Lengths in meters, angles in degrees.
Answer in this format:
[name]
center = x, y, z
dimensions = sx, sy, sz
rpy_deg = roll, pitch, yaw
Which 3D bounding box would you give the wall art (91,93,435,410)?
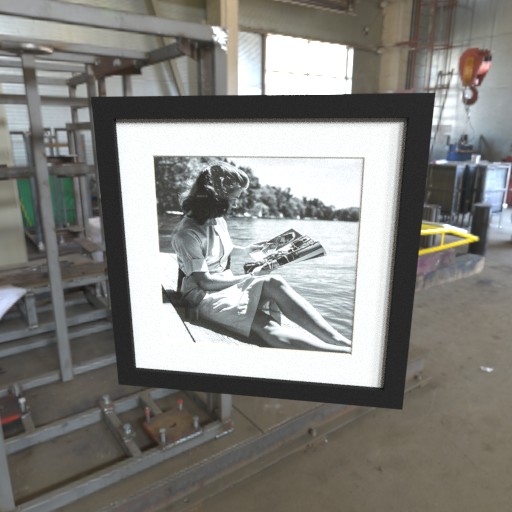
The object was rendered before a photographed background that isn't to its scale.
[wall art]
center = 0.000, 0.000, 0.448
dimensions = 0.308, 0.305, 0.030
rpy_deg = 2, 16, 8
